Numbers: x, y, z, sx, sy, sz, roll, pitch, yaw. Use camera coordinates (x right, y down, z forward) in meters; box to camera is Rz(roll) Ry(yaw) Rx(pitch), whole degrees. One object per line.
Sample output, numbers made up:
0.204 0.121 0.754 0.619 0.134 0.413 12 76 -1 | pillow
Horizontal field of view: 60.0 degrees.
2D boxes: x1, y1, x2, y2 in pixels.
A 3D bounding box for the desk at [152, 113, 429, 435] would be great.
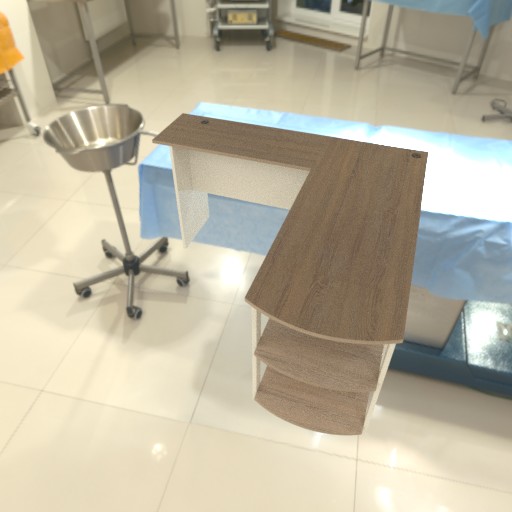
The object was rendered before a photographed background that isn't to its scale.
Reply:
0.000 0.000 2.152 1.361 0.716 1.303 13 43 15 | desk
